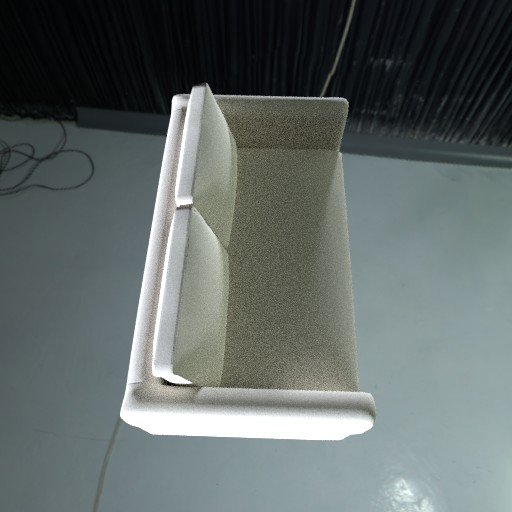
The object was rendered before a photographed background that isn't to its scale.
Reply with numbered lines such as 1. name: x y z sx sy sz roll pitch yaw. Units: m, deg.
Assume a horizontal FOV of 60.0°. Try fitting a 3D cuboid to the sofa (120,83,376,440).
1. sofa: 0.000 0.000 2.105 0.905 0.873 1.598 2 62 1
